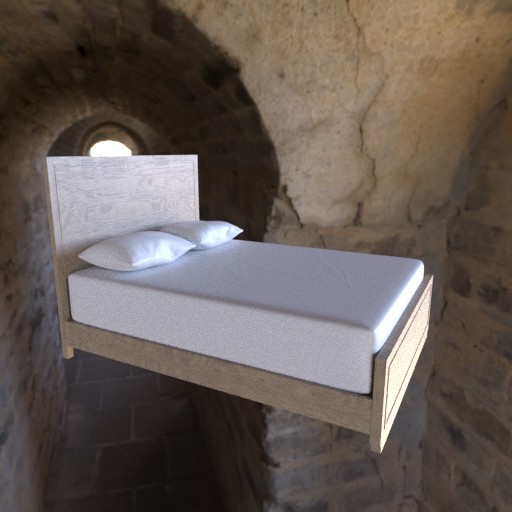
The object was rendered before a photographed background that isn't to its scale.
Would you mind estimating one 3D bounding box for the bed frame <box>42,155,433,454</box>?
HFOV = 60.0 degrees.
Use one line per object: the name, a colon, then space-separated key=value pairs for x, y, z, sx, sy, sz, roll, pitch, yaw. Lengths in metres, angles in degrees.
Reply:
bed frame: x=0.000 y=0.000 z=3.122 sx=2.189 sy=1.369 sz=1.606 roll=7 pitch=15 yaw=27
